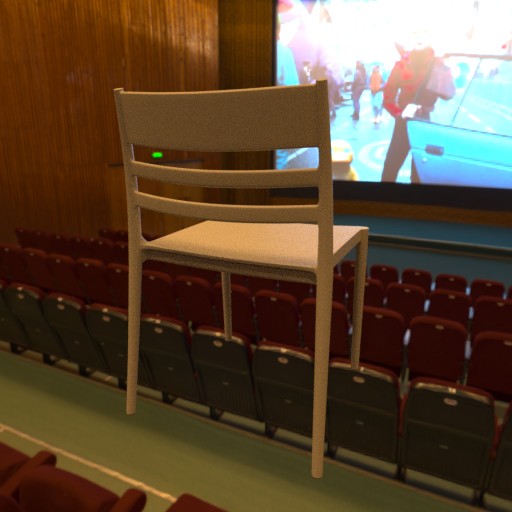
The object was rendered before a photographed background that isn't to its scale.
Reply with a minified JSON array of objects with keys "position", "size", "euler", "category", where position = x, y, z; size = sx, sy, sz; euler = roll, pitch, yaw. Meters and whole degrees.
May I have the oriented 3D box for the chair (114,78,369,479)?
[{"position":[0.000,0.000,1.145],"size":[0.531,0.800,0.511],"euler":[8,18,24],"category":"chair"}]
